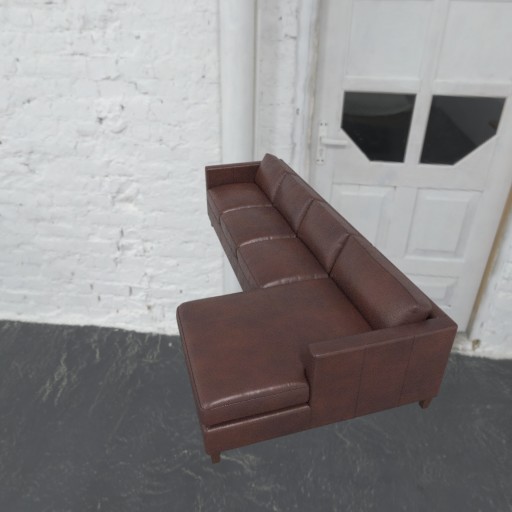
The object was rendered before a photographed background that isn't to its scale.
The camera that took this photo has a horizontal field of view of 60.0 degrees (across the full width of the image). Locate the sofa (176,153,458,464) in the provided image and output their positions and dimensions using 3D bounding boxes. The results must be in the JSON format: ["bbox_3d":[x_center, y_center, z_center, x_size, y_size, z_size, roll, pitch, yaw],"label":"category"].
[{"bbox_3d":[0.000,0.000,3.900,1.581,0.883,3.203,-9,32,-14],"label":"sofa"}]
